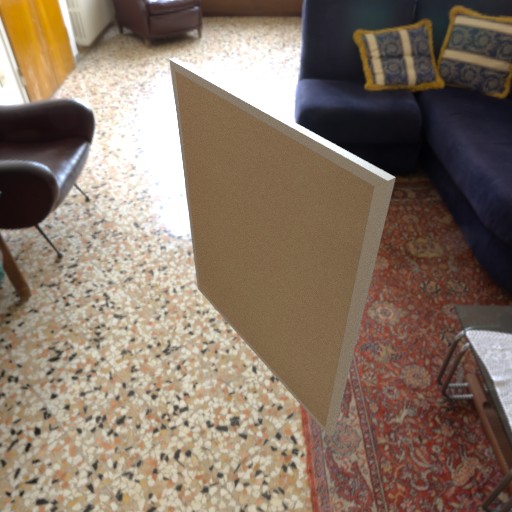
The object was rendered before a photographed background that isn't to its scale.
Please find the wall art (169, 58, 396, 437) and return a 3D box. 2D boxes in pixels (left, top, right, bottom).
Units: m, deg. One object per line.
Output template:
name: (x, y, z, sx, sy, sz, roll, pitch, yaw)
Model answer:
wall art: (0.000, 0.000, 0.795, 0.012, 0.557, 0.482, -26, 48, -26)
